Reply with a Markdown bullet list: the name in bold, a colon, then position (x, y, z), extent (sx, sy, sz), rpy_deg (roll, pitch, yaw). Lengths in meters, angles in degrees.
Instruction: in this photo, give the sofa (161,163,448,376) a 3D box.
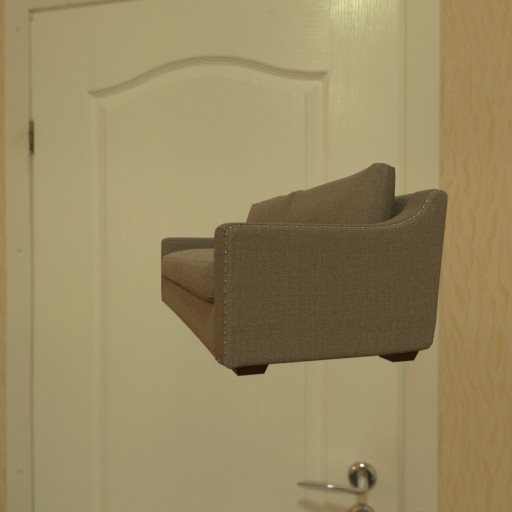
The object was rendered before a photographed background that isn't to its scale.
- **sofa**: position (0.000, 0.000, 2.755), extent (1.000, 0.857, 2.208), rpy_deg (0, 1, -18)
